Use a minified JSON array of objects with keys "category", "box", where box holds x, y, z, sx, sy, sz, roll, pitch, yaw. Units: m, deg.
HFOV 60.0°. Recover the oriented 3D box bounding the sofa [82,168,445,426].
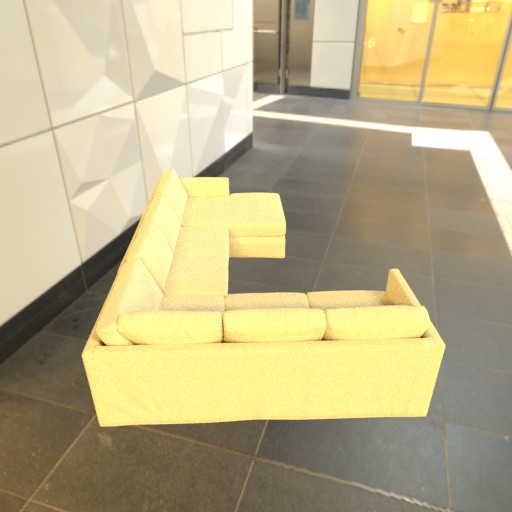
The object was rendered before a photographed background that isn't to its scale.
[{"category":"sofa","box":[0.000,0.000,4.542,2.427,0.882,3.460,-1,29,-2]}]
